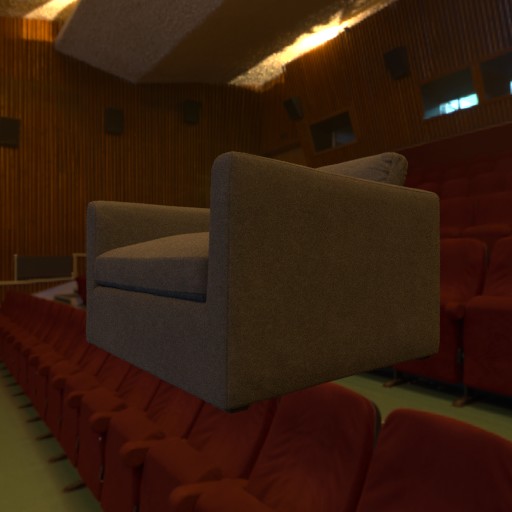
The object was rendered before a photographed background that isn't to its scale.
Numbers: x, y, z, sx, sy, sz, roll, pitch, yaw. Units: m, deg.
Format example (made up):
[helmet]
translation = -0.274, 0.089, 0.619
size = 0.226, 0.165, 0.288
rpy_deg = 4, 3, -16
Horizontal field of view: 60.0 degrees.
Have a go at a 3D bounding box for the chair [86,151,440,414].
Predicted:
[chair]
translation = 0.000, 0.000, 1.850
size = 1.091, 0.845, 1.190
rpy_deg = 0, -1, -36
